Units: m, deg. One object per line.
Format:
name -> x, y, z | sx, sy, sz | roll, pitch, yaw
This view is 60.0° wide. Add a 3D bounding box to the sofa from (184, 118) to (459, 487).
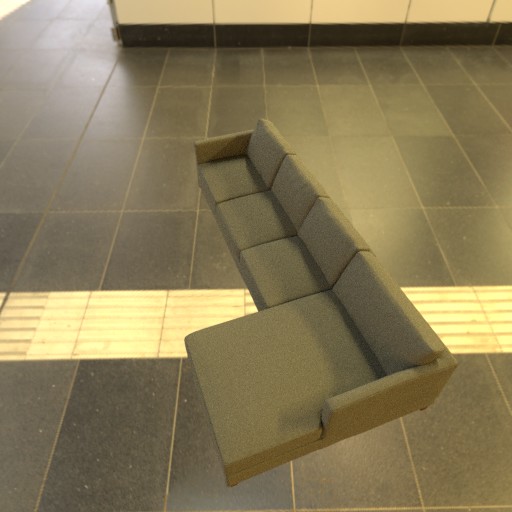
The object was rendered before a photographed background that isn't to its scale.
sofa -> 0.000, 0.000, 3.853 | 1.625, 0.861, 3.186 | -15, 48, -14
